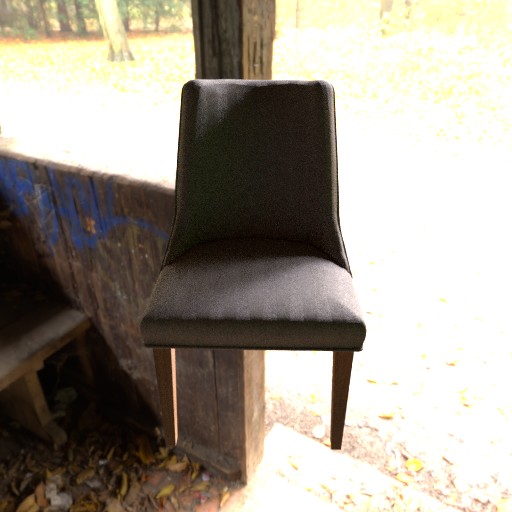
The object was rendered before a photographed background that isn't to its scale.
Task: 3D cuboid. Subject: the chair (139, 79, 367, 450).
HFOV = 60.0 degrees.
[{"bbox_3d":[0.000,0.000,1.309,0.548,0.916,0.636,1,30,1],"label":"chair"}]
